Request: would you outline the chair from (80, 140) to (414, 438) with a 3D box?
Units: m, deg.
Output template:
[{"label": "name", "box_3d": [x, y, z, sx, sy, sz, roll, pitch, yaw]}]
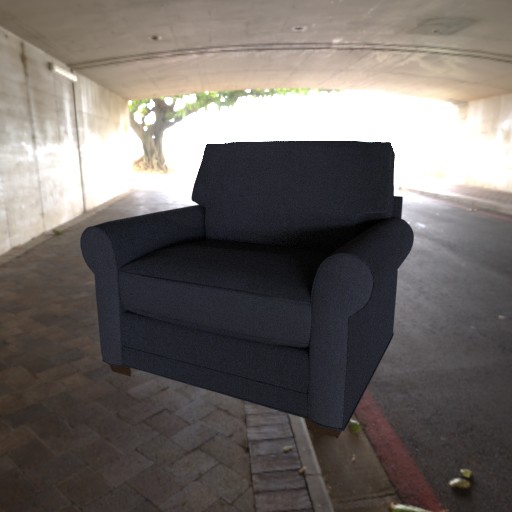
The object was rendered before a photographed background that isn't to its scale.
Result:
[{"label": "chair", "box_3d": [0.000, 0.000, 2.043, 1.285, 1.044, 0.963, 7, 15, 26]}]
